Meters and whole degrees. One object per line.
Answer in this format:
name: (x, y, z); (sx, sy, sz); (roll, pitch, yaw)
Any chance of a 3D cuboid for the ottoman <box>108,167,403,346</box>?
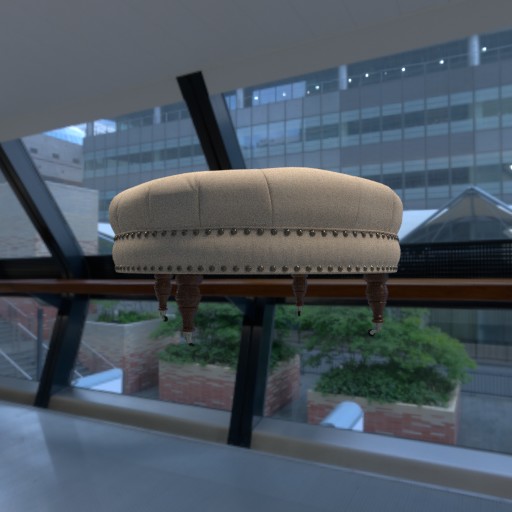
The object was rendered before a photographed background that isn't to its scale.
ottoman: (0.000, 0.000, 1.485); (0.940, 0.483, 0.940); (0, -1, 0)
